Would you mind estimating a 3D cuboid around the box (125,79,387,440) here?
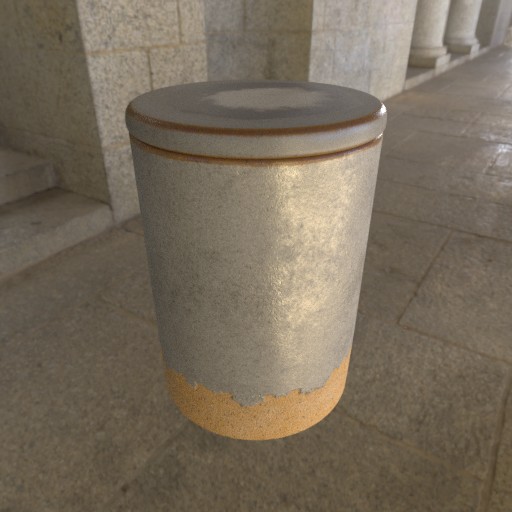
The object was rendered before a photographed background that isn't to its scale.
[{"bbox_3d":[0.000,0.000,0.245,0.118,0.168,0.118,0,30,0],"label":"box"}]
